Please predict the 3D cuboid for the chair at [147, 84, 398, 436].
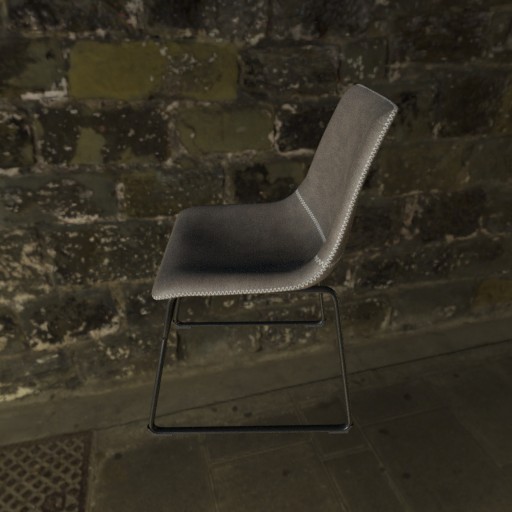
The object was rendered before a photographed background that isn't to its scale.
[{"bbox_3d":[0.000,0.000,1.123,0.550,0.780,0.460,-1,28,-1],"label":"chair"}]
